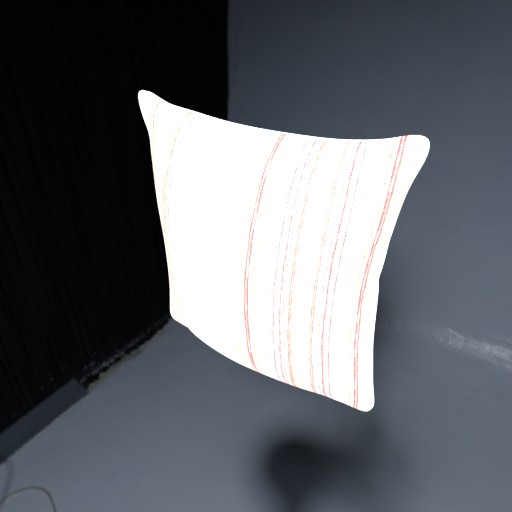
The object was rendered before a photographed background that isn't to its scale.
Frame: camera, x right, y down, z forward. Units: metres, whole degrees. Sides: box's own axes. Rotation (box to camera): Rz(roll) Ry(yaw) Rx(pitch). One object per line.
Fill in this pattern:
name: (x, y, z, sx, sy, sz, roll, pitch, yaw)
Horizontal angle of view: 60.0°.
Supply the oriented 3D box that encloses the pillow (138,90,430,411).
pillow: (0.000, 0.000, 0.693, 0.451, 0.449, 0.191, 19, 36, 29)
